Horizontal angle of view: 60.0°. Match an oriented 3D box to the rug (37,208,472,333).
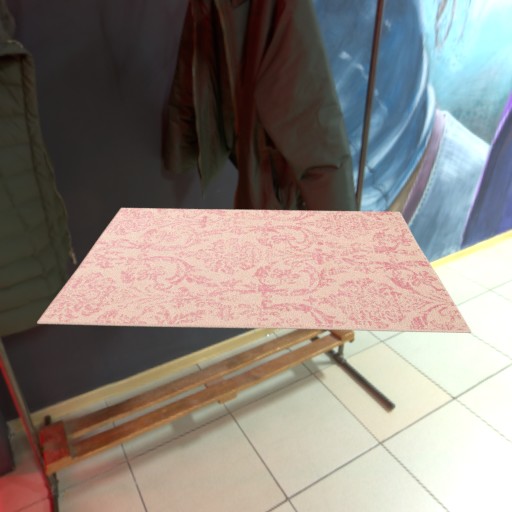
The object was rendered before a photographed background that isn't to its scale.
[{"bbox_3d":[0.000,0.000,2.397,1.839,0.012,1.219,1,30,2],"label":"rug"}]
